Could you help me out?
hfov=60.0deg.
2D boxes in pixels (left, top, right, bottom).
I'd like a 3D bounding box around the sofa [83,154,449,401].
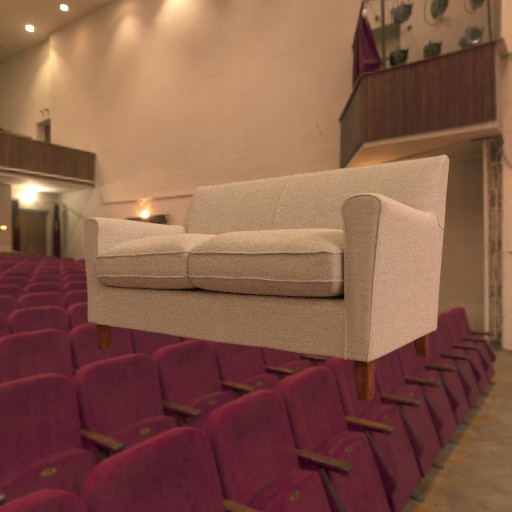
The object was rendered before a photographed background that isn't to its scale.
[{"bbox_3d":[0.000,0.000,2.032,1.482,0.892,0.891,0,-1,36],"label":"sofa"}]
